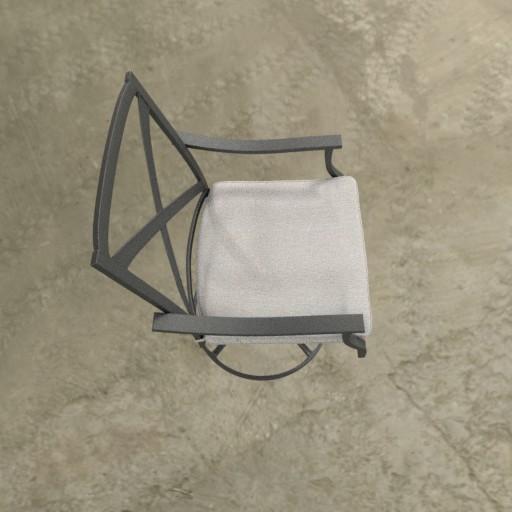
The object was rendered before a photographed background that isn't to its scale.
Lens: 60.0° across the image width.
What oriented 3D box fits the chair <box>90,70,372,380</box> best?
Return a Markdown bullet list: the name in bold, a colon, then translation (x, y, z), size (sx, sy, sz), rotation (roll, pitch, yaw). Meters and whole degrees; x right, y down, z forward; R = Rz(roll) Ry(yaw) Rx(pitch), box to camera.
- **chair**: translation (0.000, 0.000, 1.283), size (0.620, 0.889, 0.575), rotation (0, 63, 0)
